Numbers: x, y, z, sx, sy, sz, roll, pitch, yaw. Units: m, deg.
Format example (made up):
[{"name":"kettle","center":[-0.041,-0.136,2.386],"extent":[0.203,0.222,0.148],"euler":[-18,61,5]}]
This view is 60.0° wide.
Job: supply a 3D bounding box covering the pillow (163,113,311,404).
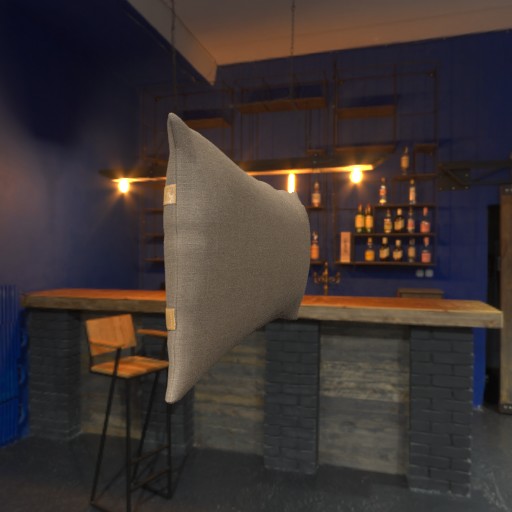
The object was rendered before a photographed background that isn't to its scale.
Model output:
[{"name":"pillow","center":[0.000,0.000,0.754],"extent":[0.148,0.308,0.612],"euler":[0,1,18]}]
